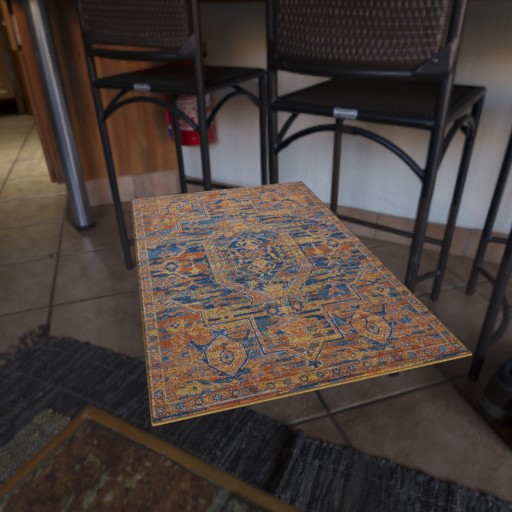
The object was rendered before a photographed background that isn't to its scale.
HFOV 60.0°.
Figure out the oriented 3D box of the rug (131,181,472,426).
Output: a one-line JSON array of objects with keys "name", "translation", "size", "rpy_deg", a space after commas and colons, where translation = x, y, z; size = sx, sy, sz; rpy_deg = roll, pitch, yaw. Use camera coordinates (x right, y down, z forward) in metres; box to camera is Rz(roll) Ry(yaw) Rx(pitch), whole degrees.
[{"name": "rug", "translation": [0.000, 0.000, 2.203], "size": [1.148, 0.013, 1.758], "rpy_deg": [-8, 32, -13]}]
